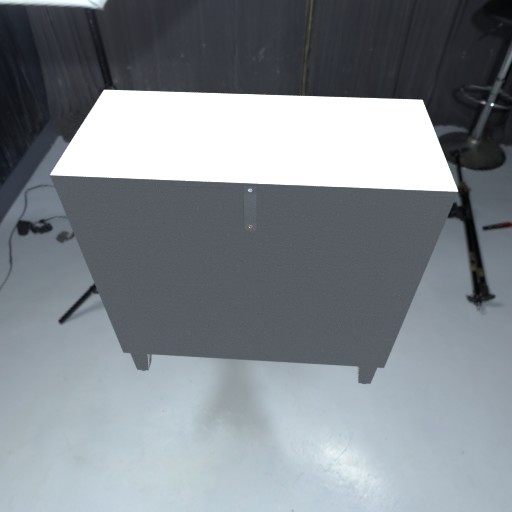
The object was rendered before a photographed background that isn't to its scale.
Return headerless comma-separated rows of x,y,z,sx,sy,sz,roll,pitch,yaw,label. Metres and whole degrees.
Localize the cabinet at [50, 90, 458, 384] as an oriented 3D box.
0.000,0.000,1.255,0.781,0.787,0.370,3,47,3,cabinet
